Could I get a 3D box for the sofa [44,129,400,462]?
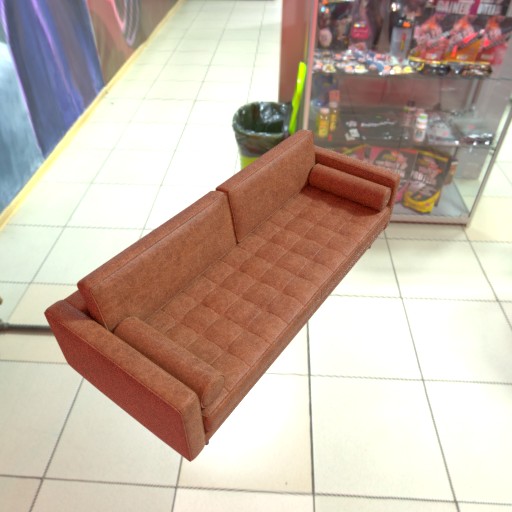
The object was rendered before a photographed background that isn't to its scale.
[{"bbox_3d":[0.000,0.000,2.669,0.919,0.770,2.200,26,47,26],"label":"sofa"}]
